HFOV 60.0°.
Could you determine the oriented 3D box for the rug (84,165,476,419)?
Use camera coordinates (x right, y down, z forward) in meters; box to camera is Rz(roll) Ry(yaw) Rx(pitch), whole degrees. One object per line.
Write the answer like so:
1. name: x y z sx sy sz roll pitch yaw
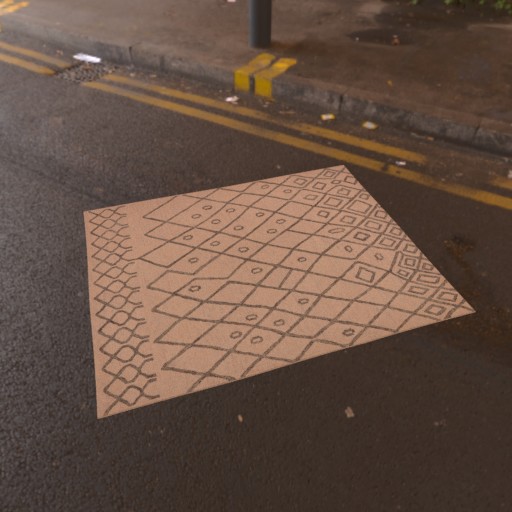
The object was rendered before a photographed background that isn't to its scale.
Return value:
1. rug: 0.000 0.000 4.189 3.046 0.015 2.446 -12 44 -13
